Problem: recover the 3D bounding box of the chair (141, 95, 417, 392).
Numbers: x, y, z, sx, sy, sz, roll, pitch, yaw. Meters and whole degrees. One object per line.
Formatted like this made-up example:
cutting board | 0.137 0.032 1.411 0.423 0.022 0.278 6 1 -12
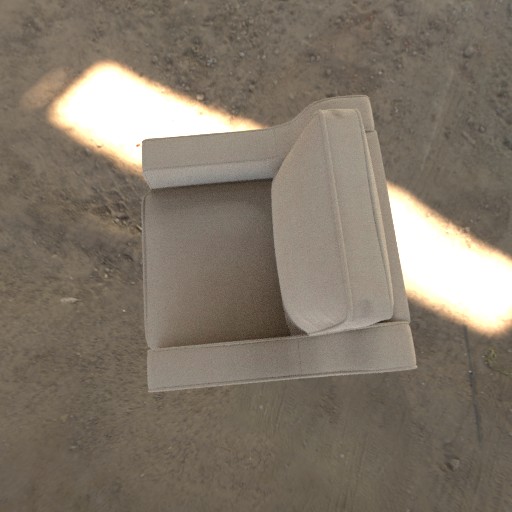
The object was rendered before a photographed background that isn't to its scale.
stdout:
chair | 0.000 0.000 1.687 0.882 0.948 0.922 -5 75 -1
